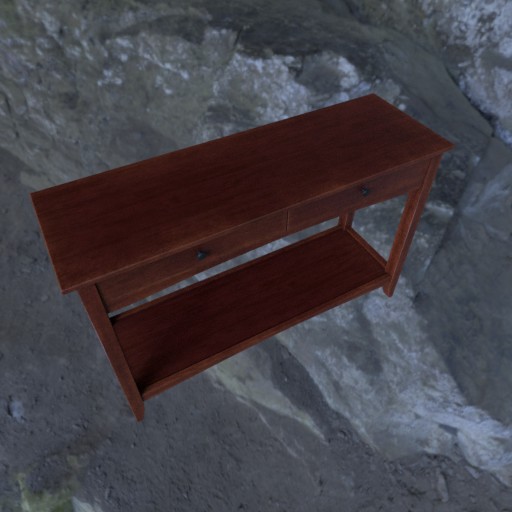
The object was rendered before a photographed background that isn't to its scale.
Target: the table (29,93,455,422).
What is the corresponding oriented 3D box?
[{"bbox_3d":[0.000,0.000,1.546,1.188,0.739,0.392,-22,50,-20],"label":"table"}]
